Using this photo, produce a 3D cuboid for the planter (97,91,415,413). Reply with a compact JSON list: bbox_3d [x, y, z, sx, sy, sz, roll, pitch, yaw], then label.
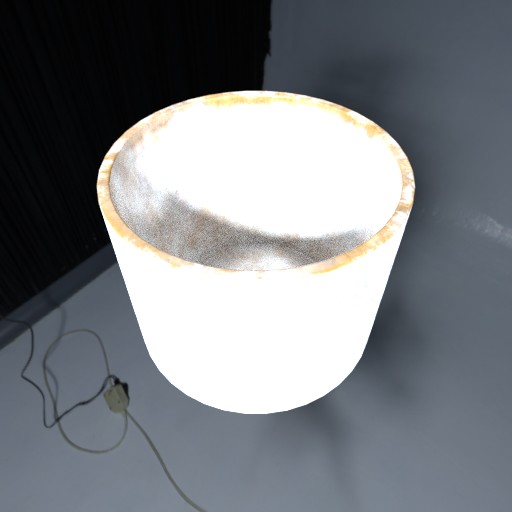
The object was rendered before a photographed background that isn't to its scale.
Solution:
[{"bbox_3d":[0.000,0.000,0.445,0.255,0.223,0.255,0,47,0],"label":"planter"}]
